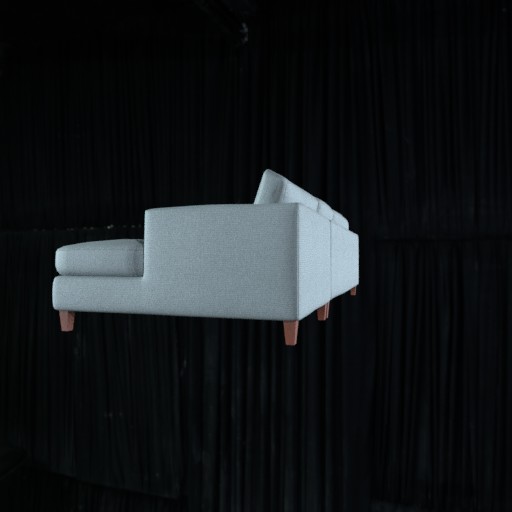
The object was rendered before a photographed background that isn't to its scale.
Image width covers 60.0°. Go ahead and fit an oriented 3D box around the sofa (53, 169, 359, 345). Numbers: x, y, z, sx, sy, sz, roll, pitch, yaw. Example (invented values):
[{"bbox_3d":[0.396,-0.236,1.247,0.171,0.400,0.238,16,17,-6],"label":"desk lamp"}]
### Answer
[{"bbox_3d":[0.000,0.000,4.135,1.604,0.950,3.471,0,0,18],"label":"sofa"}]
